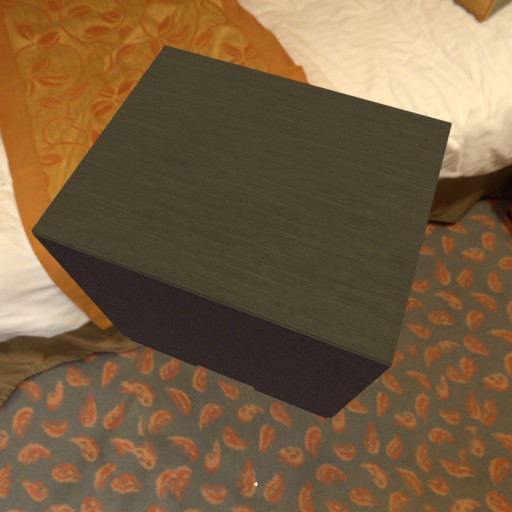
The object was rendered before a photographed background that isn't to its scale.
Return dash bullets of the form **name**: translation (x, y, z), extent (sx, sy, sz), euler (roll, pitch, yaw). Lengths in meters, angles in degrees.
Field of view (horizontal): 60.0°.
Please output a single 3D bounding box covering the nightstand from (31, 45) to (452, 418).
- **nightstand**: translation (0.000, 0.000, 0.750), extent (0.427, 0.448, 0.347), euler (19, 64, 10)
